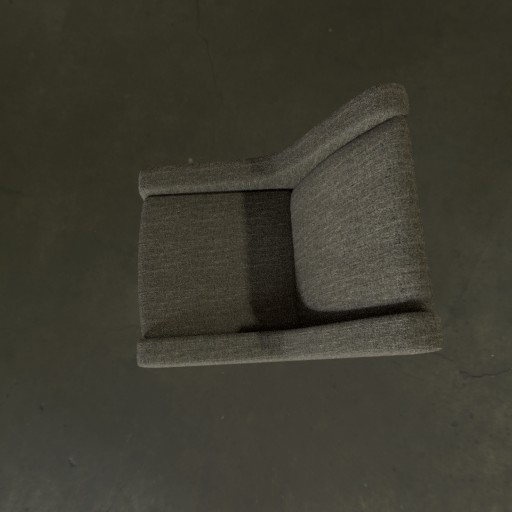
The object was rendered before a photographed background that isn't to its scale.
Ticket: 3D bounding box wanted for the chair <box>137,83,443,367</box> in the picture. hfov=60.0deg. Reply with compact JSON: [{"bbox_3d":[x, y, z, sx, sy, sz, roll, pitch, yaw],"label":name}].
[{"bbox_3d":[0.000,0.000,1.698,0.944,1.012,0.793,-3,77,-1],"label":"chair"}]
